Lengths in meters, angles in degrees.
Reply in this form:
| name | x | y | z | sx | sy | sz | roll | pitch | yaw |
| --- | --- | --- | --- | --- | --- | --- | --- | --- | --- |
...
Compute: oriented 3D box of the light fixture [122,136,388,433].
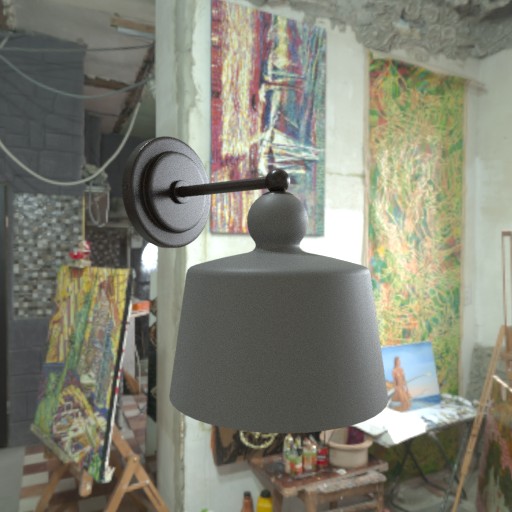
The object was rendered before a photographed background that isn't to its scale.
| name | x | y | z | sx | sy | sz | roll | pitch | yaw |
| --- | --- | --- | --- | --- | --- | --- | --- | --- | --- |
| light fixture | 0.000 | 0.000 | 0.439 | 0.254 | 0.268 | 0.204 | 0 | 0 | 35 |
